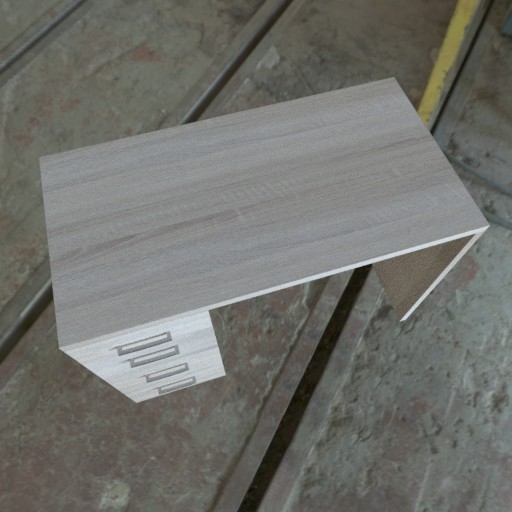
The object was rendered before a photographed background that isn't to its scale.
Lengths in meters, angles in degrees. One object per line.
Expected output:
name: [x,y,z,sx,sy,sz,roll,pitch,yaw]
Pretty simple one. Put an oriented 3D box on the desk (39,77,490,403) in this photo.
desk: [0.000,0.000,1.519,1.100,0.731,0.600,-15,64,-8]
